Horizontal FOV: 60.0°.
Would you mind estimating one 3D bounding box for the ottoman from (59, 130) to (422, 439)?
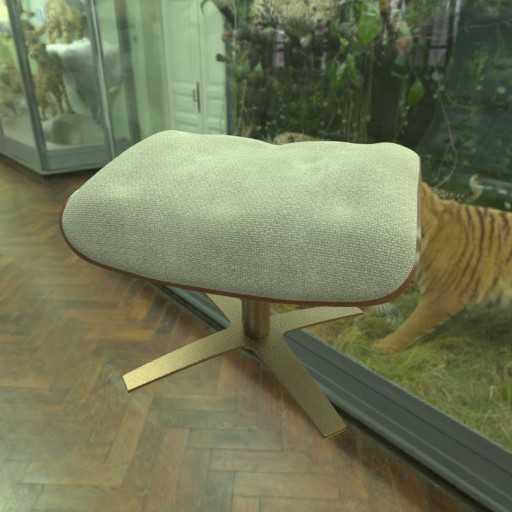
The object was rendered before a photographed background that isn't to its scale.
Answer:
[{"bbox_3d":[0.000,0.000,0.800,0.520,0.391,0.394,8,27,15],"label":"ottoman"}]
